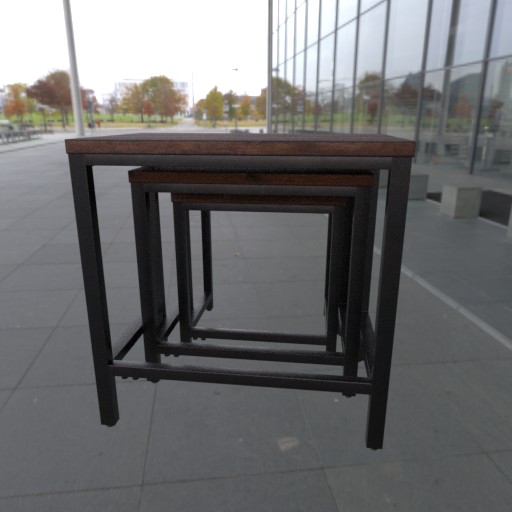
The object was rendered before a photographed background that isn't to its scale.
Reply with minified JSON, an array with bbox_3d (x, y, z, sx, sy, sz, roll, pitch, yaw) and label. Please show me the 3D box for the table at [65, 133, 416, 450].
[{"bbox_3d":[0.000,0.000,1.159,0.608,0.616,0.660,2,17,7],"label":"table"}]
